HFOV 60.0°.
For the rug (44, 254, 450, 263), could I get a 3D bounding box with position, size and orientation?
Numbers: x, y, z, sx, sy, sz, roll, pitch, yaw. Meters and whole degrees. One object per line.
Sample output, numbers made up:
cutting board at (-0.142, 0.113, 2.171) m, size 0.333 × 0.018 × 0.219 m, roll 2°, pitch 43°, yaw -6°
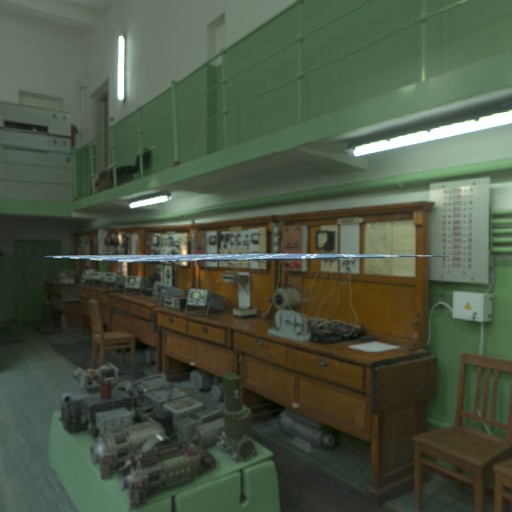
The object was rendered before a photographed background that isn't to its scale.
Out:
rug at (0.000, 0.000, 2.263) m, size 1.755 × 0.010 × 1.153 m, roll -1°, pitch 1°, yaw -38°
